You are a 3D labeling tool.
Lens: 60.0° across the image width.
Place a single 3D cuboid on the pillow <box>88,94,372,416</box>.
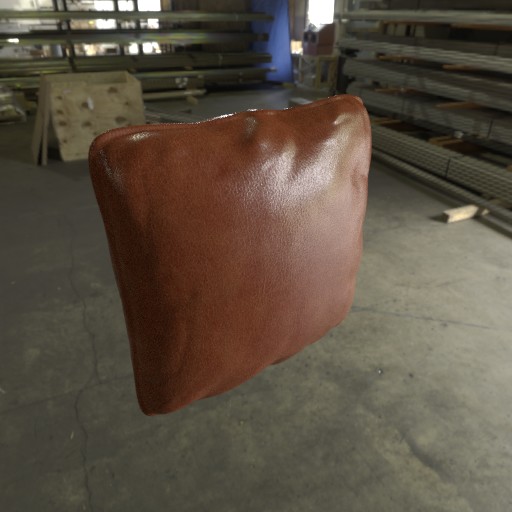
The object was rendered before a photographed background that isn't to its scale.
[{"bbox_3d":[0.000,0.000,0.813,0.532,0.523,0.236,-20,35,-32],"label":"pillow"}]
